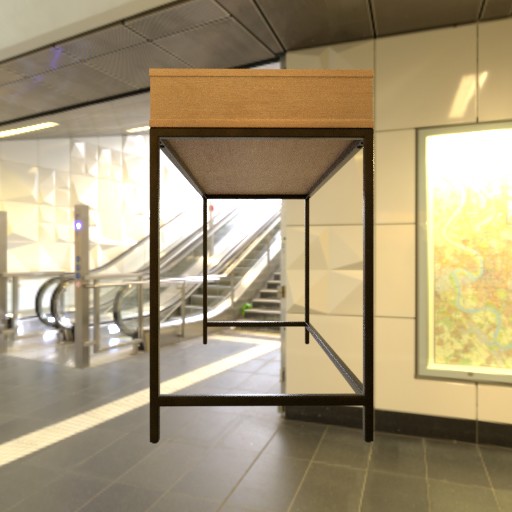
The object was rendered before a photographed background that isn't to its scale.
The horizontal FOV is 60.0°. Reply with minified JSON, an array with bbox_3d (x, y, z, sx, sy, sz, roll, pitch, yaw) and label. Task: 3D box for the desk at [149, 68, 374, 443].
[{"bbox_3d":[0.000,0.000,1.409,0.470,0.762,1.016,0,0,-1],"label":"desk"}]
